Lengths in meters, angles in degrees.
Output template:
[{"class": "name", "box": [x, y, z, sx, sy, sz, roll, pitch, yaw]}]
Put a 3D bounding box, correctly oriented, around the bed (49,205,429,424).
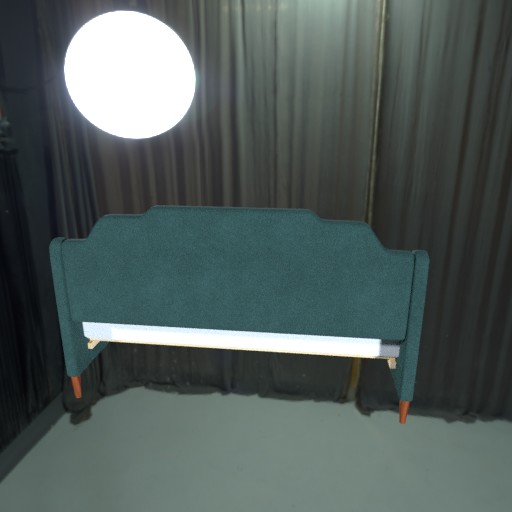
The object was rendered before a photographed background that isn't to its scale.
[{"class": "bed", "box": [0.000, 0.000, 3.587, 2.074, 1.245, 2.340, 2, 18, 7]}]
